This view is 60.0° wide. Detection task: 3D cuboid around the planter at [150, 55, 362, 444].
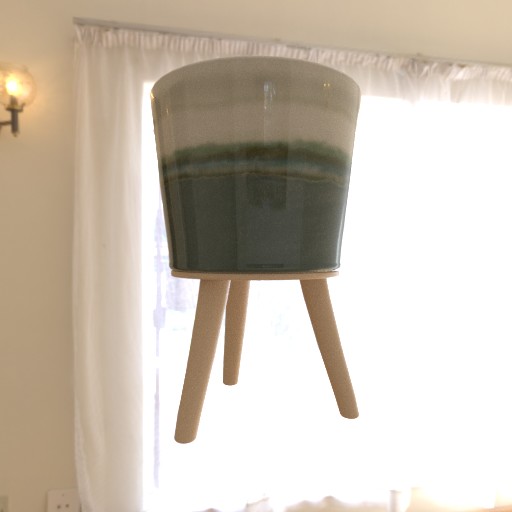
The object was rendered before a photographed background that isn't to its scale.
[{"bbox_3d":[0.000,0.000,0.469,0.217,0.331,0.217,-1,1,-37],"label":"planter"}]
